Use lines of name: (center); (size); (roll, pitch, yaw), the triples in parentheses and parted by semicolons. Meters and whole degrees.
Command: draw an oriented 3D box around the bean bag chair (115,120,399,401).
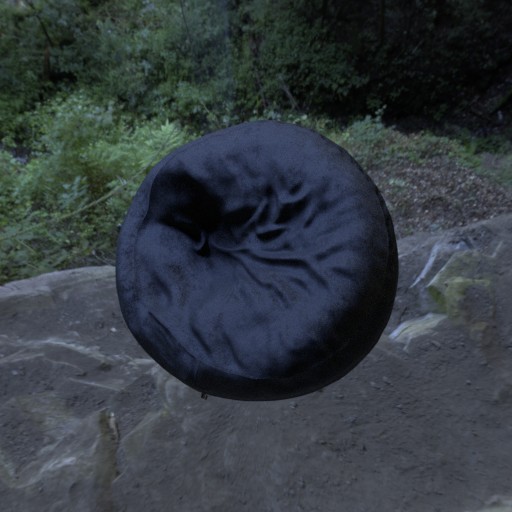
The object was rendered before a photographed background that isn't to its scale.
bean bag chair: (0.000, 0.000, 2.391); (1.525, 0.751, 1.525); (0, 73, 0)
